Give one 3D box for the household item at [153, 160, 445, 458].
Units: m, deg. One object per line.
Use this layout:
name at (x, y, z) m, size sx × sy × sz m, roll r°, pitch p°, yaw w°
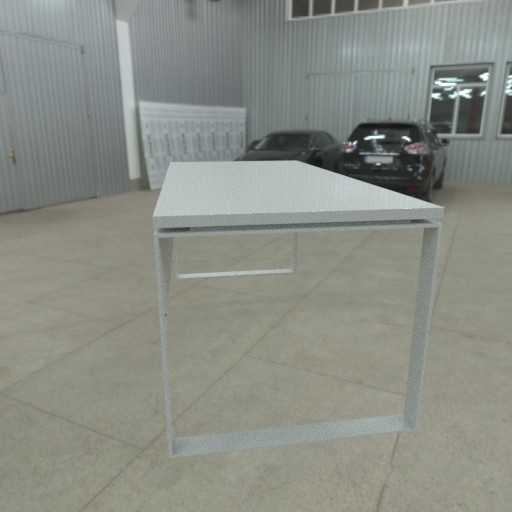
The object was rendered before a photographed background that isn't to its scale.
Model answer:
household item at (0.000, 0.000, 2.092) m, size 0.800 × 0.745 × 1.700 m, roll -3°, pitch 17°, yaw -9°
